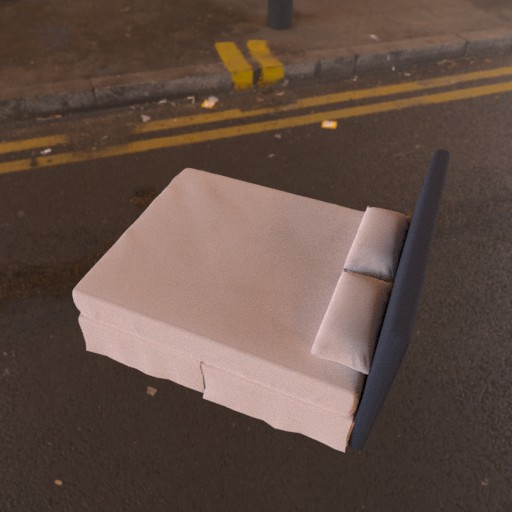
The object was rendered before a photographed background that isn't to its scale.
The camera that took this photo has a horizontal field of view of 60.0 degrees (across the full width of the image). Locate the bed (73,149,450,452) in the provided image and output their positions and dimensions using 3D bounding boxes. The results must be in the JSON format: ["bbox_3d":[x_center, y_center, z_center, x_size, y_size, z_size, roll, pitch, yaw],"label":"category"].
[{"bbox_3d":[0.000,0.000,3.180,2.162,1.330,1.713,17,48,16],"label":"bed"}]
